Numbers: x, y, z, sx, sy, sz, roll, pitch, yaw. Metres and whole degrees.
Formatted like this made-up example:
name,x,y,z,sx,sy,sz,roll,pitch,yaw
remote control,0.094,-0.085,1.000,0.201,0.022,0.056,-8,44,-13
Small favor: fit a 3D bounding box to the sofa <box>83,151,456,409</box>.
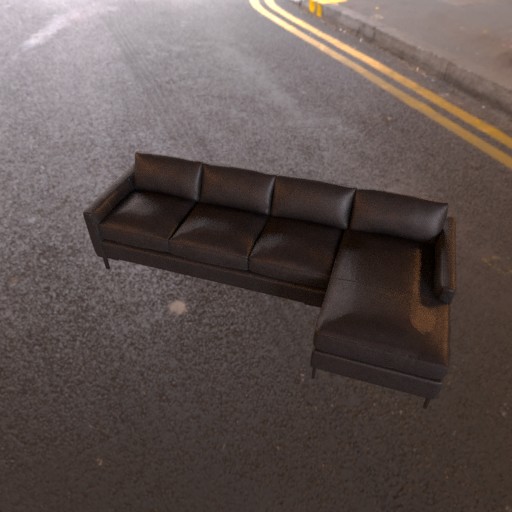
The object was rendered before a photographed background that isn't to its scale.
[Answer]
name,x,y,z,sx,sy,sz,roll,pitch,yaw
sofa,0.000,0.000,3.603,2.993,0.859,1.471,12,42,14
